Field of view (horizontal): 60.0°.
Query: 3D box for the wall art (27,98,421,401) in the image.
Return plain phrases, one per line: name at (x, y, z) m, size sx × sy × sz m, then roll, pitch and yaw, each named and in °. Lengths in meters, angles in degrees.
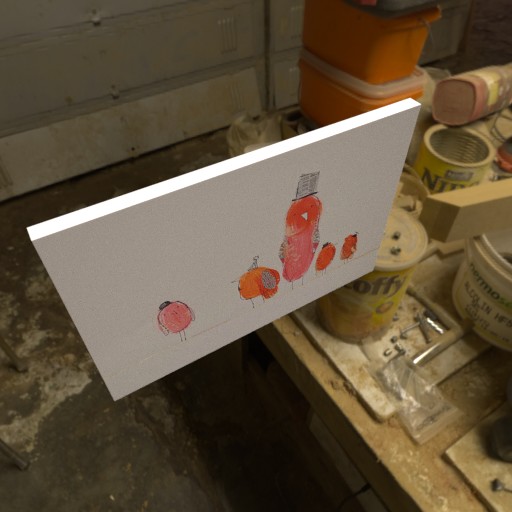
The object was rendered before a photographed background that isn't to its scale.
wall art at (0.000, 0.000, 1.148) m, size 0.914 × 0.609 × 0.038 m, roll -24°, pitch 51°, yaw -21°
